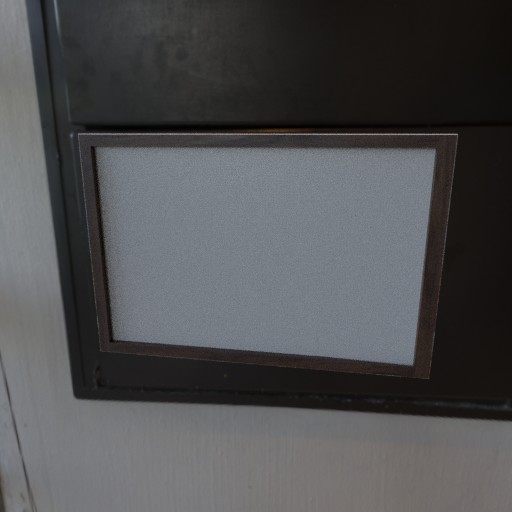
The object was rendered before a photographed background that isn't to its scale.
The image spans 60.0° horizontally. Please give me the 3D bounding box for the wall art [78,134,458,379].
[{"bbox_3d":[0.000,0.000,1.915,1.520,1.016,0.051,3,16,9],"label":"wall art"}]
